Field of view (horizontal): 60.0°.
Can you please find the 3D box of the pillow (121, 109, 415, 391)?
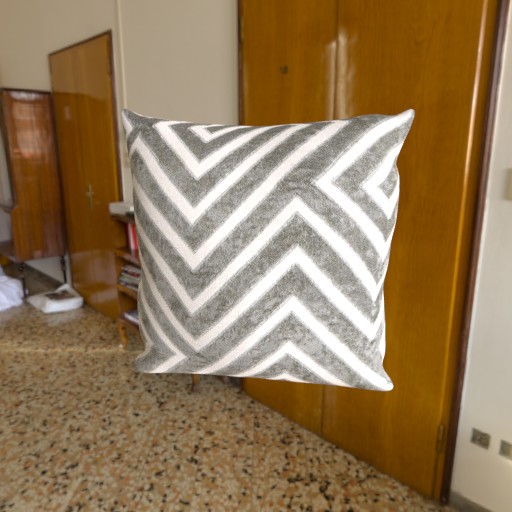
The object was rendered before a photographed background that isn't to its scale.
[{"bbox_3d":[0.000,0.000,0.687,0.440,0.441,0.182,2,14,10],"label":"pillow"}]
